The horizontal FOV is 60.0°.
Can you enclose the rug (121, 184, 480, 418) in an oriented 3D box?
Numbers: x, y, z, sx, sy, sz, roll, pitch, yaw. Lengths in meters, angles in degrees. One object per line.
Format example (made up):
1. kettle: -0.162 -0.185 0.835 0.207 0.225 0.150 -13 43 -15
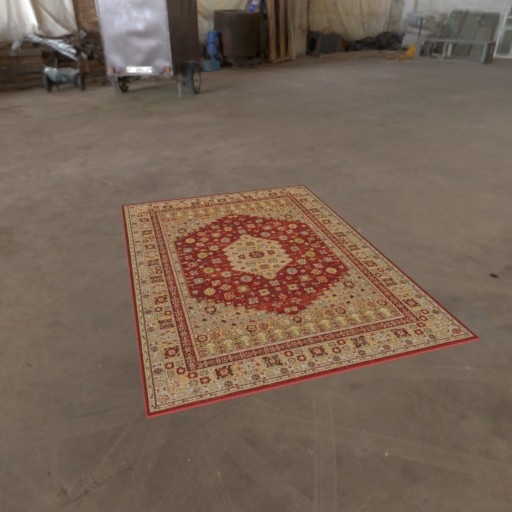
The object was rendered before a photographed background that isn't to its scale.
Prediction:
1. rug: 0.000 0.000 2.869 1.593 0.013 2.211 -9 31 -15
